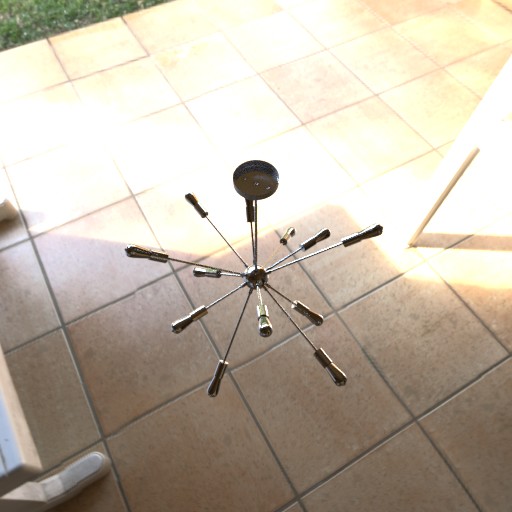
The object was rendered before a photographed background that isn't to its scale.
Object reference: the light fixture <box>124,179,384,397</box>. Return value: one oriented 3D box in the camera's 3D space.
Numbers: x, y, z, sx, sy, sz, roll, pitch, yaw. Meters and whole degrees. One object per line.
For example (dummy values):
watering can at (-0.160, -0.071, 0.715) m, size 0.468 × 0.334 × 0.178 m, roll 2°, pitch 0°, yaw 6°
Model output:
light fixture at (0.000, 0.000, 1.054) m, size 0.509 × 0.558 × 0.684 m, roll -32°, pitch 64°, yaw -18°
